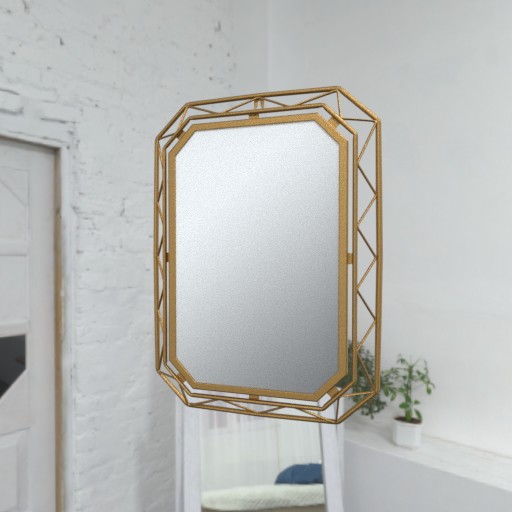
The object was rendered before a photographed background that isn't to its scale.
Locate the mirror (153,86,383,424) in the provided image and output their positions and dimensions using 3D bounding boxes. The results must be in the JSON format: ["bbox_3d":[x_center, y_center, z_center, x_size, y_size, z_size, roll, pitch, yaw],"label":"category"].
[{"bbox_3d":[0.000,0.000,0.759,0.417,0.566,0.042,0,1,18],"label":"mirror"}]
